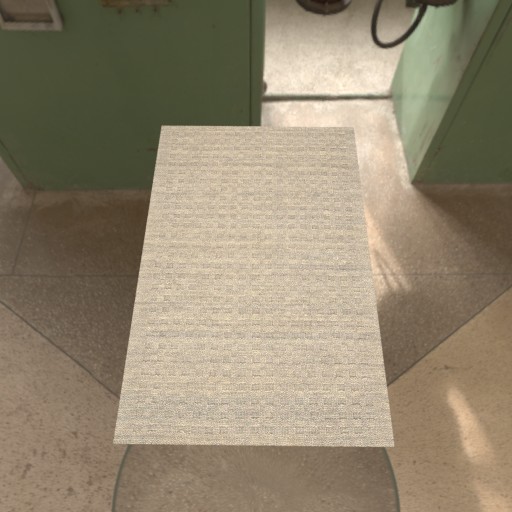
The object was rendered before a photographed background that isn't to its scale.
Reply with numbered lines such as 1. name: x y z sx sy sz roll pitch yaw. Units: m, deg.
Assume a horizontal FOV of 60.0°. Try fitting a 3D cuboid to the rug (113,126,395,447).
1. rug: 0.000 0.000 2.219 1.142 0.006 1.752 1 61 0
